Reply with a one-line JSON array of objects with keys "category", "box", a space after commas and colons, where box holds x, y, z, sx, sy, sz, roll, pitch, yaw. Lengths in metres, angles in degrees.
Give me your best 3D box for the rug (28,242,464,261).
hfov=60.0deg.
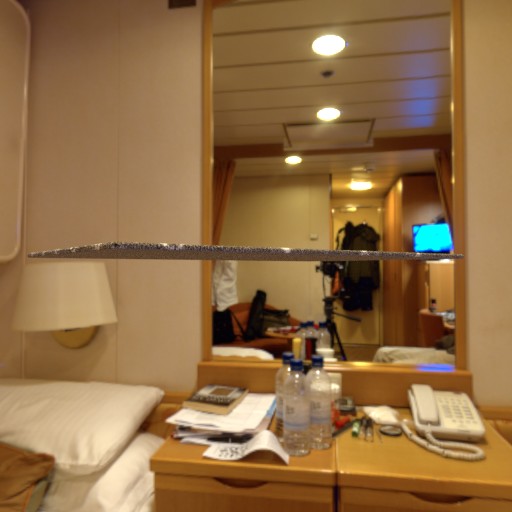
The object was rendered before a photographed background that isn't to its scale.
[{"category": "rug", "box": [0.000, 0.000, 2.901, 2.438, 0.030, 1.524, 1, -2, -37]}]
